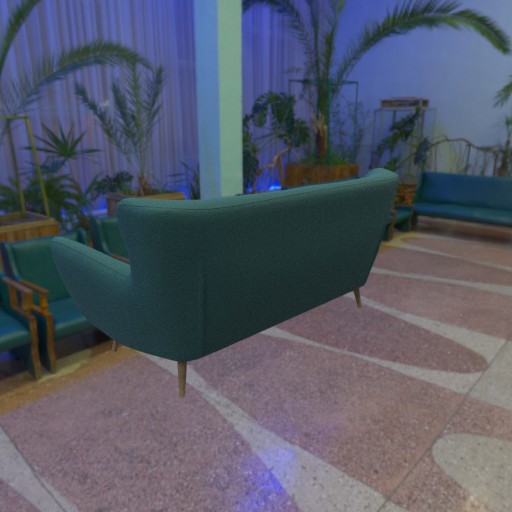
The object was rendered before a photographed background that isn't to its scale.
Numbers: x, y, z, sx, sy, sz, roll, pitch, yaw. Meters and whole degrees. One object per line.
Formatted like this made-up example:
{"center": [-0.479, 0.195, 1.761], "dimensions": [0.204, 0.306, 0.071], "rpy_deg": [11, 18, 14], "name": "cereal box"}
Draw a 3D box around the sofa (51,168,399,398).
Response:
{"center": [0.000, 0.000, 2.482], "dimensions": [1.930, 0.890, 0.889], "rpy_deg": [-16, 22, -43], "name": "sofa"}
